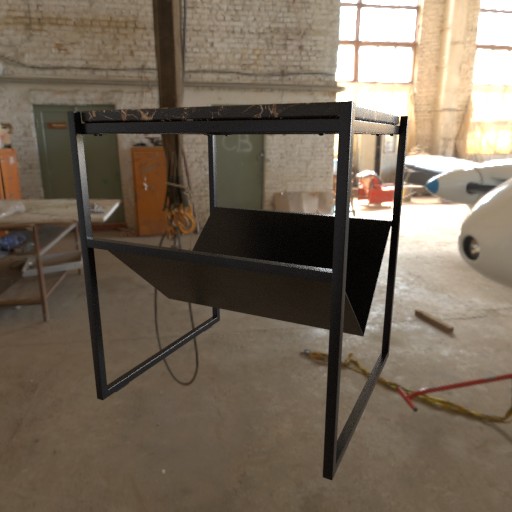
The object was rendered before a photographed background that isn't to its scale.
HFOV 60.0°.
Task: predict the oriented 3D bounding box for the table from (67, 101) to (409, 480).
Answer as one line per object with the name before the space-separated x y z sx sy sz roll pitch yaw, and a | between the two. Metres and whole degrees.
table | 0.000 0.000 0.871 0.469 0.534 0.432 7 17 26
